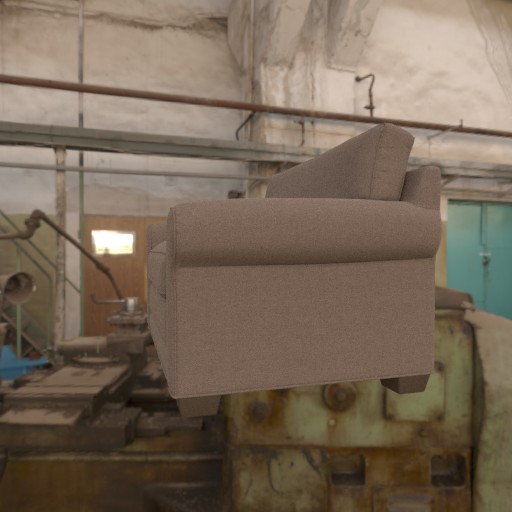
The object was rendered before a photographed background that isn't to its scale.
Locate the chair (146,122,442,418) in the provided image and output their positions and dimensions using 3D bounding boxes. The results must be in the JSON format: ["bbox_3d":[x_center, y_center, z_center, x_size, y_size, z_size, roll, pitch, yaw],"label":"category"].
[{"bbox_3d":[0.000,0.000,1.980,0.930,0.930,1.390,0,1,-17],"label":"chair"}]
